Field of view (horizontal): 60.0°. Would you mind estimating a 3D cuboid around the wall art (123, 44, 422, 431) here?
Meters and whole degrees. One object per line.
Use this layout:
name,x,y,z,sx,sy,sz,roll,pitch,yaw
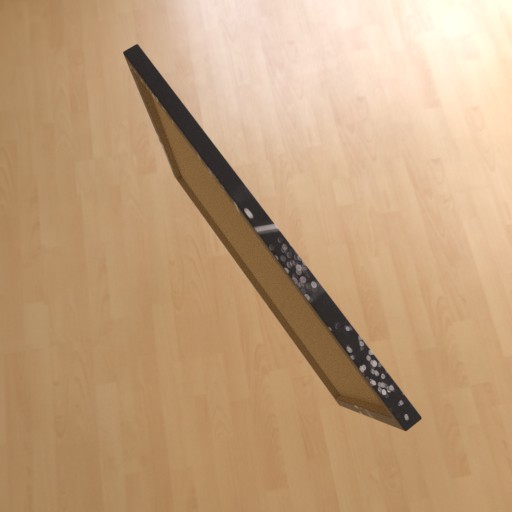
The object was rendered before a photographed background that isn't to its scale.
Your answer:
wall art,0.000,0.000,1.130,0.038,0.609,0.914,-35,78,-8
